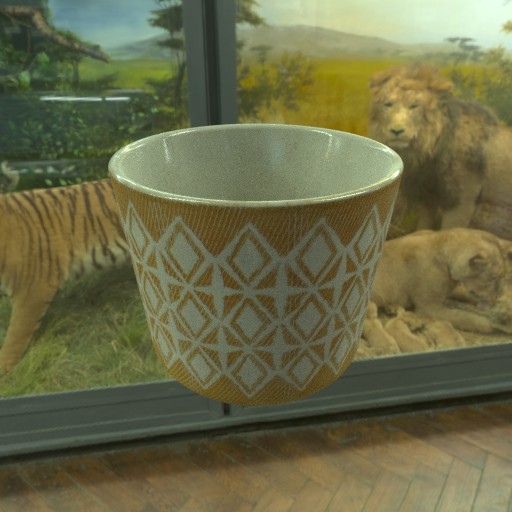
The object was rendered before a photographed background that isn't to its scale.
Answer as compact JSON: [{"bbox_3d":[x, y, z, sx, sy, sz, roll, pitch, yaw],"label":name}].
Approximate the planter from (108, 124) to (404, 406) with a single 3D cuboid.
[{"bbox_3d":[0.000,0.000,0.222,0.126,0.104,0.126,0,28,0],"label":"planter"}]
